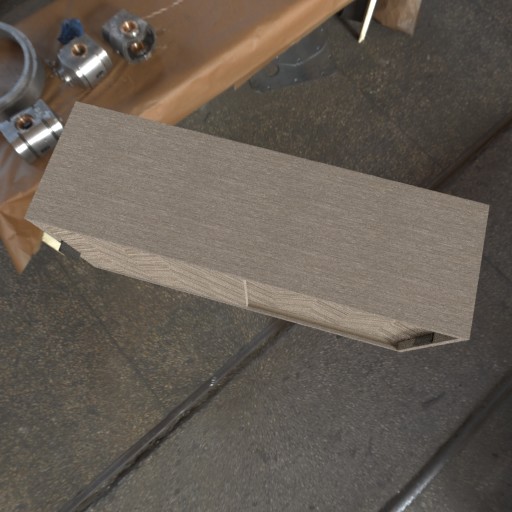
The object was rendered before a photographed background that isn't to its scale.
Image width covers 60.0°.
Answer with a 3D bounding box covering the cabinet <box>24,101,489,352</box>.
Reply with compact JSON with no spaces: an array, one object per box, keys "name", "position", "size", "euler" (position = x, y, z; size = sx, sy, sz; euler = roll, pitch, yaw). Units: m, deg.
[{"name":"cabinet","position":[0.000,0.000,1.564],"size":[1.194,0.787,0.405],"euler":[15,75,4]}]
